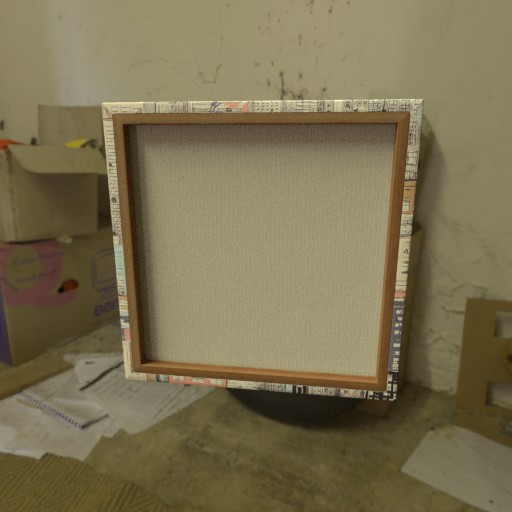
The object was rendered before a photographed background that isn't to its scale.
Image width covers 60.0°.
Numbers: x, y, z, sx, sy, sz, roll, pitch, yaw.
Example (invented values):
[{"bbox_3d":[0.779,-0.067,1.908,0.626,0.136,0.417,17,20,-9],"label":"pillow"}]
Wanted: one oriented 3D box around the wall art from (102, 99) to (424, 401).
[{"bbox_3d":[0.000,0.000,0.922,0.607,0.608,0.038,2,15,8],"label":"wall art"}]
